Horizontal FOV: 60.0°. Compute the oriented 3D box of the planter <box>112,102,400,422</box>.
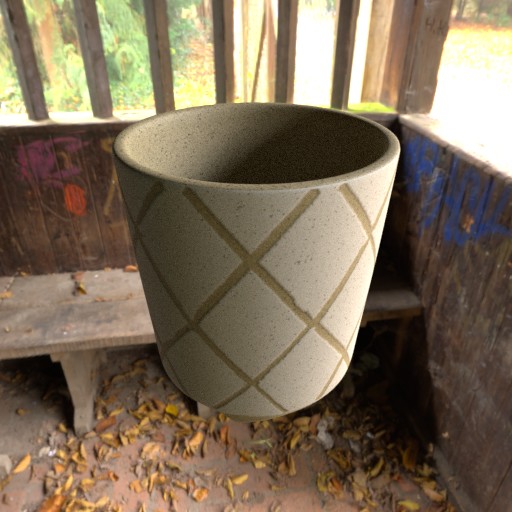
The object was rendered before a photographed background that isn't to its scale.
[{"bbox_3d":[0.000,0.000,0.423,0.228,0.235,0.228,0,32,0],"label":"planter"}]
